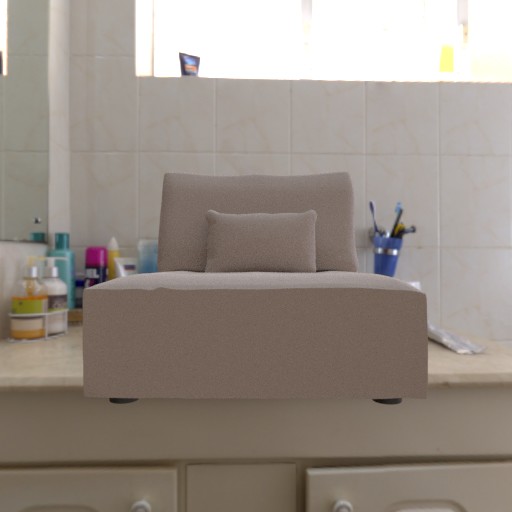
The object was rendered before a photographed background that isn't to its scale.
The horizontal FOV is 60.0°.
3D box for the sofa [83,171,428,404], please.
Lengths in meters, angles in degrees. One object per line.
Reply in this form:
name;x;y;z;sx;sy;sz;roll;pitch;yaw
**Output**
sofa;0.000;0.000;1.691;0.935;0.828;1.000;0;-1;1
